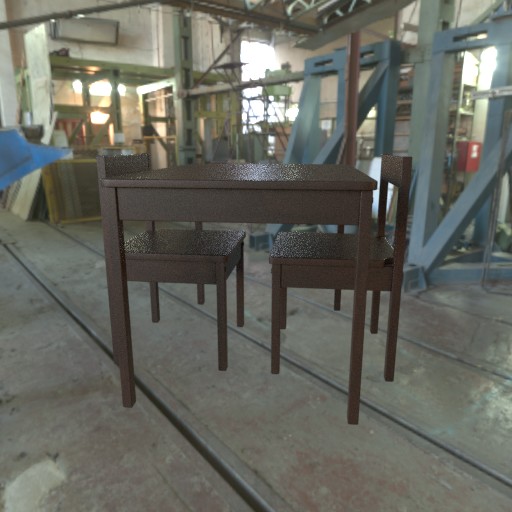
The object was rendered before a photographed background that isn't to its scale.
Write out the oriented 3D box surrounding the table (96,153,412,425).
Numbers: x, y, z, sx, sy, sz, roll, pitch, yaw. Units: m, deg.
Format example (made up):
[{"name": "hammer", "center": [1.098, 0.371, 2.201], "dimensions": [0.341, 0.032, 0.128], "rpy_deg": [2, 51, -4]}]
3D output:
[{"name": "table", "center": [0.000, 0.000, 1.127], "dimensions": [0.672, 0.503, 0.650], "rpy_deg": [2, 14, 7]}]
